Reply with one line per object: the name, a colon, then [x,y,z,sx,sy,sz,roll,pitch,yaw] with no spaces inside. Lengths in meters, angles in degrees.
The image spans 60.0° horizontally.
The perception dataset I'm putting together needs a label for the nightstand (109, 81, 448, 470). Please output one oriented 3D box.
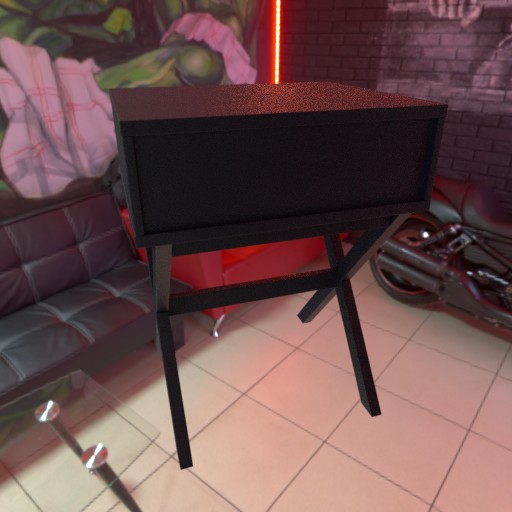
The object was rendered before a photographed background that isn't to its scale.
nightstand: [0.000,0.000,0.908,0.479,0.623,0.402,-8,27,-16]
